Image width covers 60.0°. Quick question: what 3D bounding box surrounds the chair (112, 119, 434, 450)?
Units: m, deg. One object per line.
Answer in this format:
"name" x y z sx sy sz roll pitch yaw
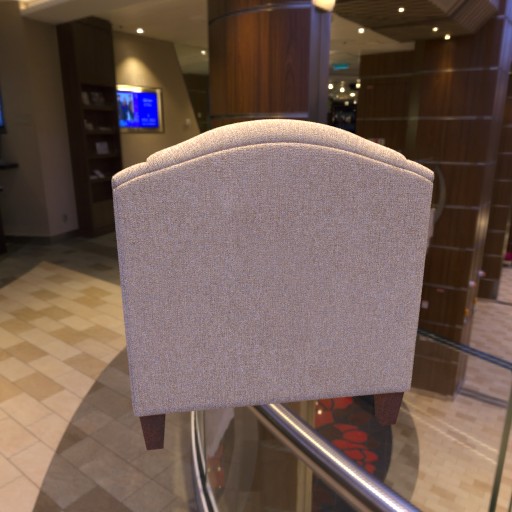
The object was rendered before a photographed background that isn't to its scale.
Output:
"chair" 0.000 0.000 1.449 0.763 0.839 0.787 -2 16 -9
